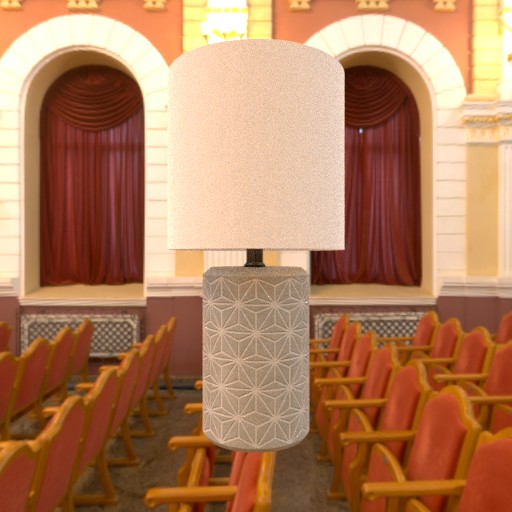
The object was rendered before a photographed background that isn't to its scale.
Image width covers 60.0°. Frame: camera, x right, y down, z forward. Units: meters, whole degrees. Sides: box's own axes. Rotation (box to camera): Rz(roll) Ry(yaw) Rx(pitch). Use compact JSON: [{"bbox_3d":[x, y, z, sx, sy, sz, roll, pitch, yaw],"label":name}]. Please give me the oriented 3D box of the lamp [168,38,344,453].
[{"bbox_3d":[0.000,0.000,0.527,0.206,0.416,0.206,0,0,0],"label":"lamp"}]
